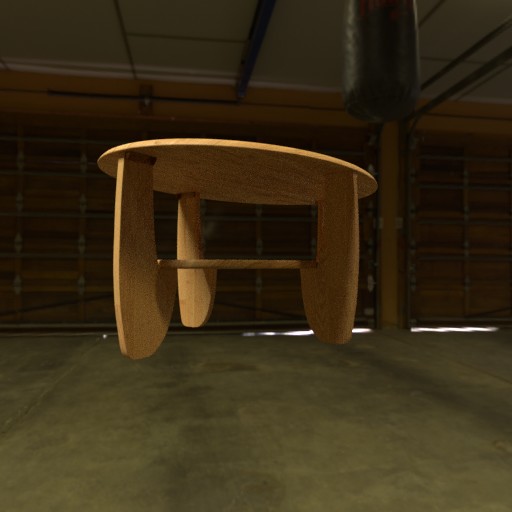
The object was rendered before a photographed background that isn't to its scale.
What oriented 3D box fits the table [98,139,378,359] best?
[{"bbox_3d":[0.000,0.000,1.402,0.690,0.490,1.040,-1,-2,37],"label":"table"}]
